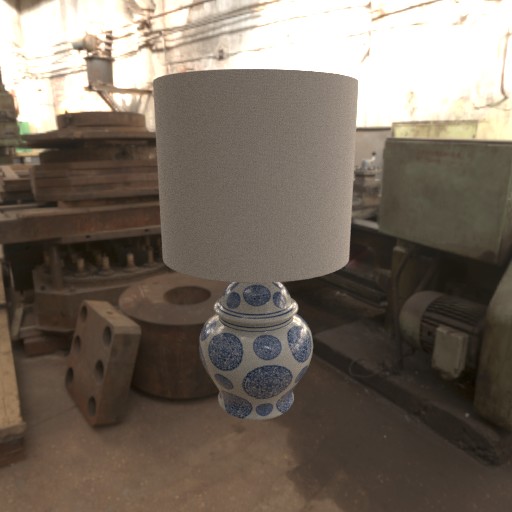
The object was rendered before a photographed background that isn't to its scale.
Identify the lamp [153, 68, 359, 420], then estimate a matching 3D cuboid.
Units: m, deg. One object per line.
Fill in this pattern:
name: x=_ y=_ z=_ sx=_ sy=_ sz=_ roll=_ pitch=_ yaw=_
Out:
lamp: x=0.000 y=0.000 z=0.522 sx=0.215 sy=0.381 sz=0.215 roll=14 pitch=20 yaw=41
